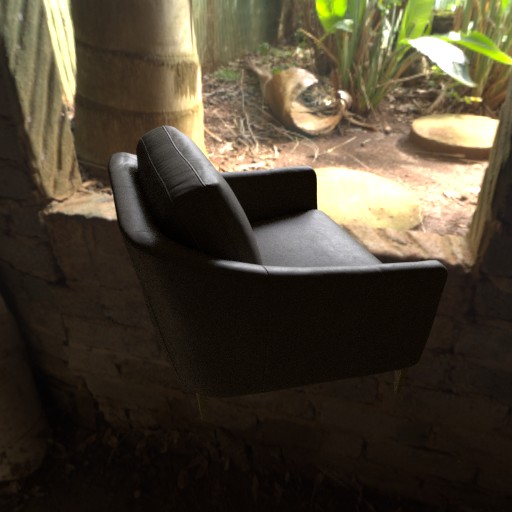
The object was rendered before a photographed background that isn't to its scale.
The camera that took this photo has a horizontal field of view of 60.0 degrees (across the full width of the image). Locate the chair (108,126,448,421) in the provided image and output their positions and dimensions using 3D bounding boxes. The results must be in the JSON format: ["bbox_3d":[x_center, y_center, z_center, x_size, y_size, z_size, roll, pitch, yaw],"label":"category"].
[{"bbox_3d":[0.000,0.000,1.699,0.961,0.901,0.988,-10,32,-17],"label":"chair"}]
